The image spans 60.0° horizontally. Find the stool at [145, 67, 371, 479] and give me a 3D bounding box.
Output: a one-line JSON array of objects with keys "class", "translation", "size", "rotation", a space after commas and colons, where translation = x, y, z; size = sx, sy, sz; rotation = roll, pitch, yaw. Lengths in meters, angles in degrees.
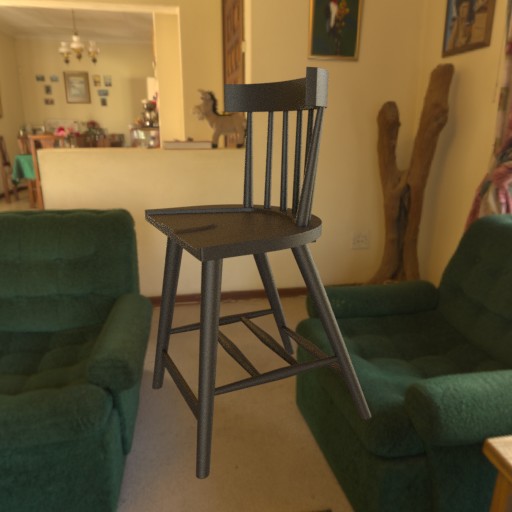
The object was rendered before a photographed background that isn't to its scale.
[{"class": "stool", "translation": [0.000, 0.000, 1.266], "size": [0.549, 0.953, 0.494], "rotation": [-8, 18, -26]}]
